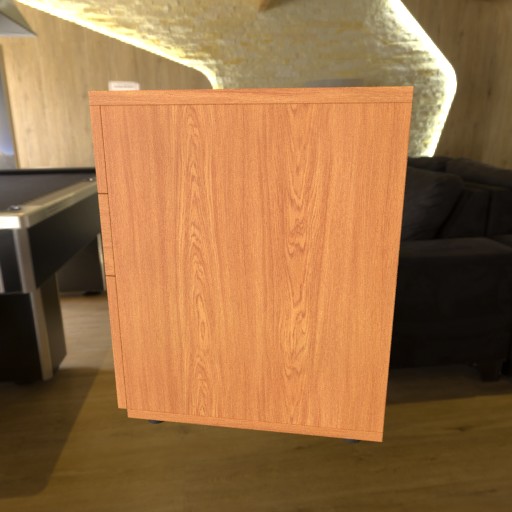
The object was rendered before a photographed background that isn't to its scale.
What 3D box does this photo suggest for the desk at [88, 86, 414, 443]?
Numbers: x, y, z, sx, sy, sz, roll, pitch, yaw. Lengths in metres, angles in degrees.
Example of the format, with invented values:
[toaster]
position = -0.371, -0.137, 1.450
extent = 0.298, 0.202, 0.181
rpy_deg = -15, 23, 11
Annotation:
[desk]
position = 0.000, 0.000, 1.081
extent = 0.600, 0.730, 0.404
rpy_deg = 2, 16, 8
